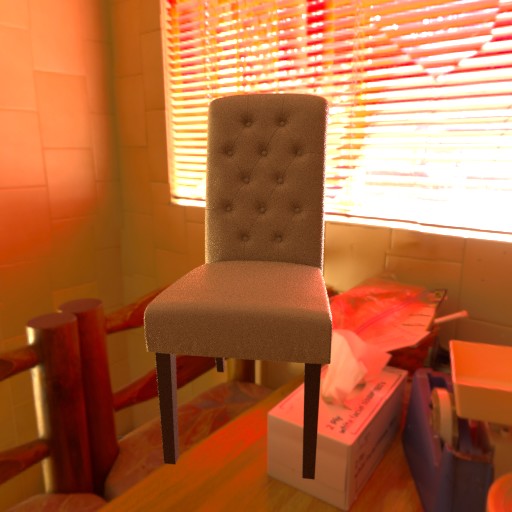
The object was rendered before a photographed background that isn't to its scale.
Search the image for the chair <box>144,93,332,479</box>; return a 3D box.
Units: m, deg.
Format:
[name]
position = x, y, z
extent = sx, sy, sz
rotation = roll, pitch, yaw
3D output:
[chair]
position = 0.000, 0.000, 1.352
extent = 0.456, 1.006, 0.671
rotation = 2, 13, 8
